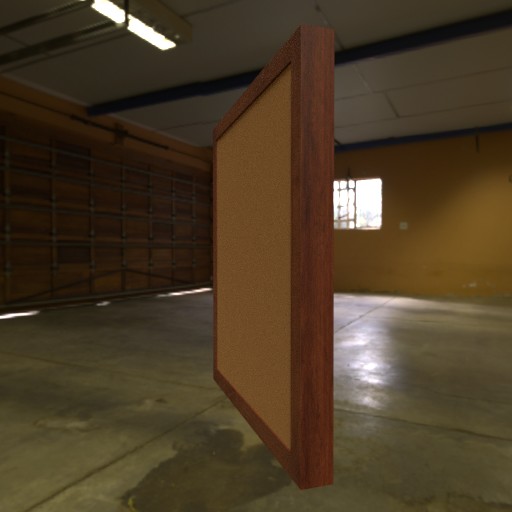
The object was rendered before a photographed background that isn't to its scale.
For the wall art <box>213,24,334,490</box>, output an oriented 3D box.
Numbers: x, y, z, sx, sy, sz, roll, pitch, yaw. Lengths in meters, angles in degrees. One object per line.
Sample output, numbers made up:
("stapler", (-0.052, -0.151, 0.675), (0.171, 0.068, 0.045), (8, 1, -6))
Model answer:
("wall art", (0.000, 0.000, 0.524), (0.030, 0.381, 0.330), (0, 1, -18))
